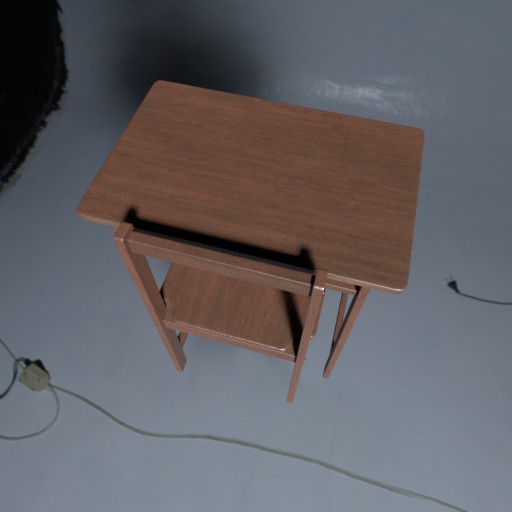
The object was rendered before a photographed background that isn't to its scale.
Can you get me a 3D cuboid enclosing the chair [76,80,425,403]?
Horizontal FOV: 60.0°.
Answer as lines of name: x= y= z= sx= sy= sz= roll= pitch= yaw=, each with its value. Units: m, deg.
chair: x=0.000 y=0.000 z=1.071 sx=0.599 sy=0.673 sz=0.463 roll=13 pitch=59 yaw=8
